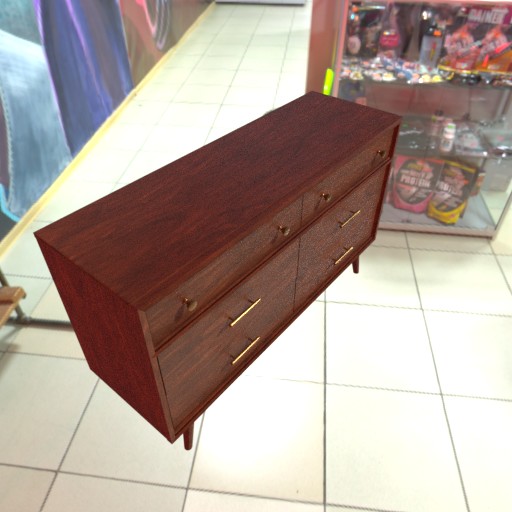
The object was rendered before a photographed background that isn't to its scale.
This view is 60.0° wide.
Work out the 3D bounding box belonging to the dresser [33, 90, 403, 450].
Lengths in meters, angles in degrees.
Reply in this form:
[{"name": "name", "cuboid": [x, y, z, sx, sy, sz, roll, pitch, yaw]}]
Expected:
[{"name": "dresser", "cuboid": [0.000, 0.000, 1.914, 0.500, 0.889, 1.472, 28, 48, 29]}]
